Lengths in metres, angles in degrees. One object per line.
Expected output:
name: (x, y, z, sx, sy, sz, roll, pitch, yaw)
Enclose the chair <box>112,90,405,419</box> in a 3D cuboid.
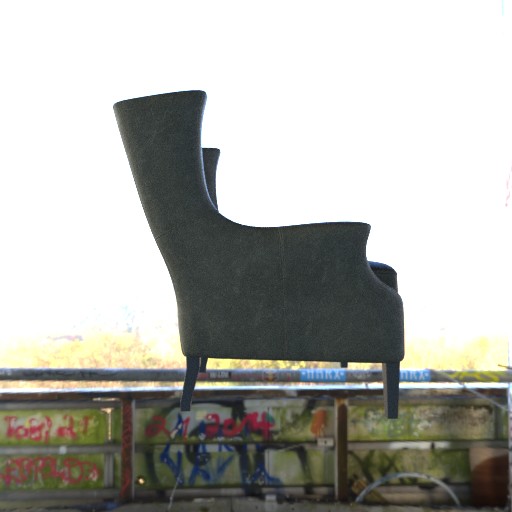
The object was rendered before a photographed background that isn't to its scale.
chair: (0.000, 0.000, 1.725, 0.926, 1.016, 0.853, 0, -1, -1)
